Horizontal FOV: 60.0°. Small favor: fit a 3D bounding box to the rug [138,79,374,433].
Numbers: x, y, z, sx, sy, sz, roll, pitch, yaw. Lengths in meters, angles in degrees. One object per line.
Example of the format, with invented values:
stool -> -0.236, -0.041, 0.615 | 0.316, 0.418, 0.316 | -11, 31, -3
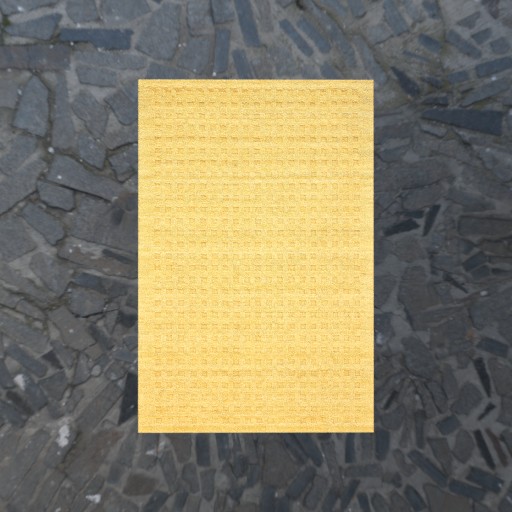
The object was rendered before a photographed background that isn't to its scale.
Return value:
rug -> 0.000, 0.000, 2.874 | 1.524, 0.006, 2.286 | 0, 90, 0
